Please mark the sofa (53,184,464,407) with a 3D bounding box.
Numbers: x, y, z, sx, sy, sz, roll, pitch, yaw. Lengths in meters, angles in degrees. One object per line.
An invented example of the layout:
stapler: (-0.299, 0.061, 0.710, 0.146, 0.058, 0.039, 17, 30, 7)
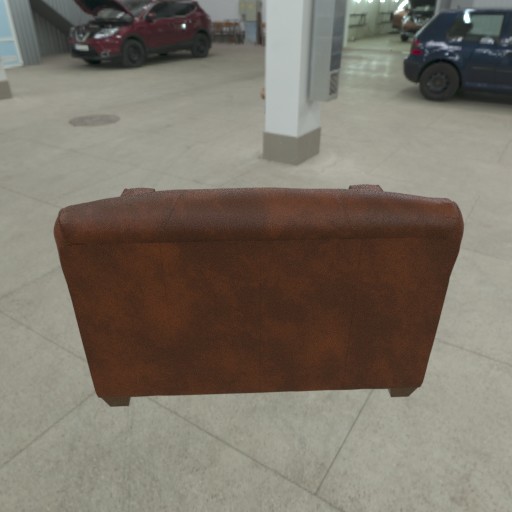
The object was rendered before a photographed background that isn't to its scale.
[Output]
sofa: (0.000, 0.000, 2.076, 1.413, 0.956, 1.000, -1, 30, -2)
